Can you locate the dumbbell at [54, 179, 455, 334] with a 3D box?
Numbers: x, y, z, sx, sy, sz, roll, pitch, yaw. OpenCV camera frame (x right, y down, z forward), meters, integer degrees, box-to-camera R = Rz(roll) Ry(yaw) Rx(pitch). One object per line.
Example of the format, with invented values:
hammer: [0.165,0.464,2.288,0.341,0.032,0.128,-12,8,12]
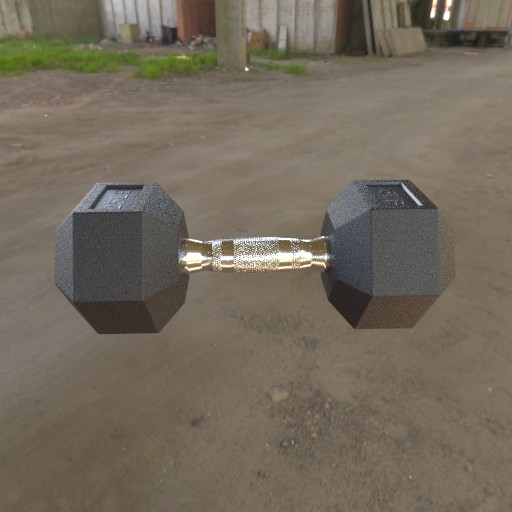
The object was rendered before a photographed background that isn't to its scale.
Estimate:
dumbbell: [0.000,0.000,0.382,0.315,0.113,0.129,-1,29,-2]
